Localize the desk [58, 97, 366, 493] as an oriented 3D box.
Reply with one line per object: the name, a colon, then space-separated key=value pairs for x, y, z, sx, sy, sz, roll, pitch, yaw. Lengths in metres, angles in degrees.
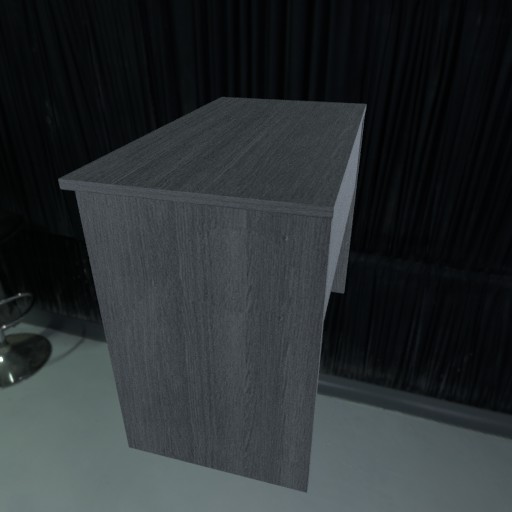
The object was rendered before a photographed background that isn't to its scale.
desk: x=0.000 y=0.000 z=1.297 sx=0.498 sy=0.724 sz=0.893 roll=8 pitch=30 yaw=13
